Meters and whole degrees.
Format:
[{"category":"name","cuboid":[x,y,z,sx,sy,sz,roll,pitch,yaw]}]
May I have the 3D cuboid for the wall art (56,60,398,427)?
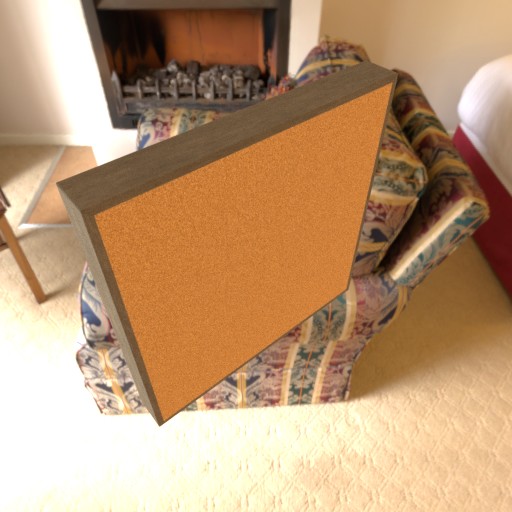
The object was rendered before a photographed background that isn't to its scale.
[{"category":"wall art","cuboid":[0.000,0.000,0.449,0.303,0.302,0.038,-31,53,-27]}]
